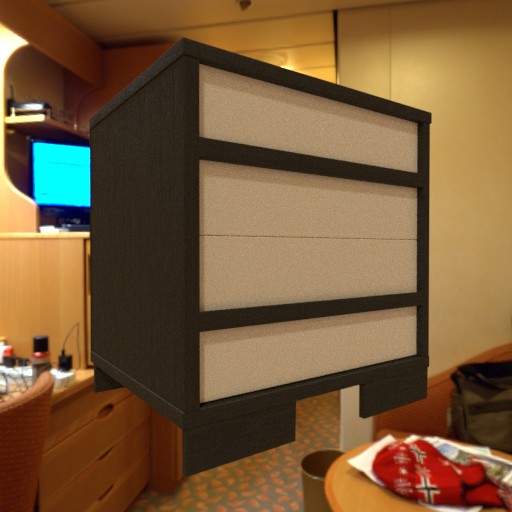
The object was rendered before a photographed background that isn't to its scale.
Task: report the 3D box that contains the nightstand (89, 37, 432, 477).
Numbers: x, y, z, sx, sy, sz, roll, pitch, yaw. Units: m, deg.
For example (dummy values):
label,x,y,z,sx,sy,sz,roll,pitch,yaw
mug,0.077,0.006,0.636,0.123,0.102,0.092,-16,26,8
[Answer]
label,x,y,z,sx,sy,sz,roll,pitch,yaw
nightstand,0.000,0.000,0.713,0.427,0.448,0.347,-1,1,-35
